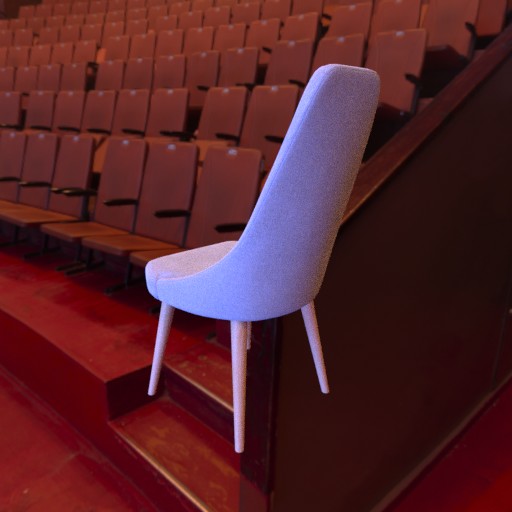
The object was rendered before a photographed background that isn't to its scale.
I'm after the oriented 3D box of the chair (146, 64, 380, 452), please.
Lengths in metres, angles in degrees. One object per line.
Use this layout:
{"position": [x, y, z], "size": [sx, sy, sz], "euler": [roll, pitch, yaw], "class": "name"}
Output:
{"position": [0.000, 0.000, 1.378], "size": [0.510, 1.040, 0.660], "euler": [-16, 23, -43], "class": "chair"}
